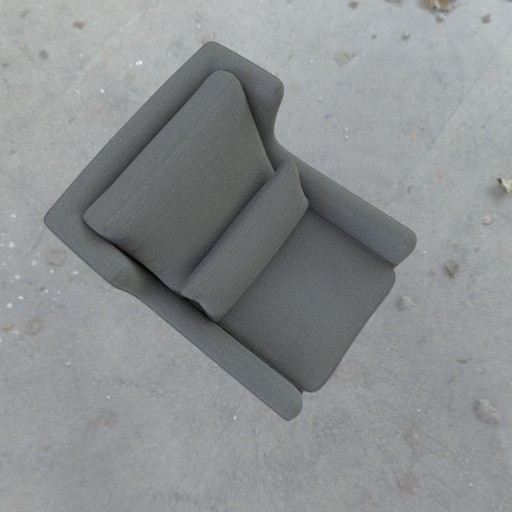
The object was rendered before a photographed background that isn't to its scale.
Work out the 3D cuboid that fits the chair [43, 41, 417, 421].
[{"bbox_3d":[0.000,0.000,1.807,1.040,1.056,0.866,36,78,9],"label":"chair"}]
